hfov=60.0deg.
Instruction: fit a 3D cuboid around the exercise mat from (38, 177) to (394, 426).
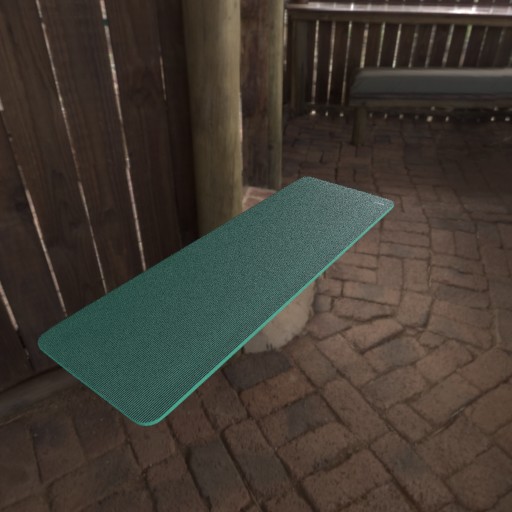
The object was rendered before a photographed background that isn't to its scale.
[{"bbox_3d":[0.000,0.000,2.065,0.616,0.021,1.869,23,40,30],"label":"exercise mat"}]
